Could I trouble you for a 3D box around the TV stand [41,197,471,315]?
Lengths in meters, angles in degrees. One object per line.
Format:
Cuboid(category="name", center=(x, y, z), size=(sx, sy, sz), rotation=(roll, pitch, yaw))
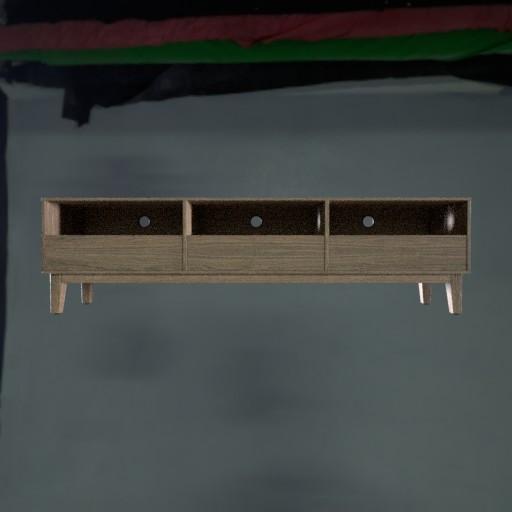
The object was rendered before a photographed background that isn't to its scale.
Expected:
Cuboid(category="TV stand", center=(0.000, 0.000, 1.714), size=(1.482, 0.409, 0.366), rotation=(0, 1, 0))
